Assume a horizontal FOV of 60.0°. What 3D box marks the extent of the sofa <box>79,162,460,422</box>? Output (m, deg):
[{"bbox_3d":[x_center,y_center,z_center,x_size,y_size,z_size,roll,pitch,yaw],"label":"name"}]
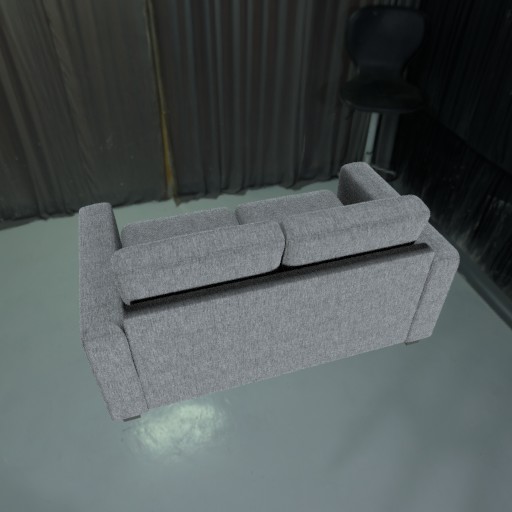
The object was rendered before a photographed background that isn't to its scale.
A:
[{"bbox_3d":[0.000,0.000,2.068,1.520,0.800,0.900,-11,41,-13],"label":"sofa"}]
